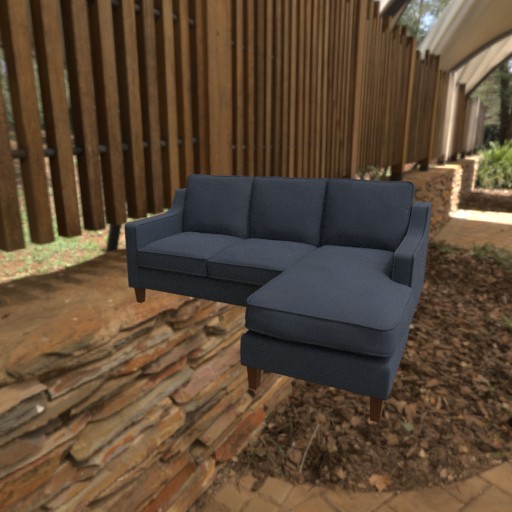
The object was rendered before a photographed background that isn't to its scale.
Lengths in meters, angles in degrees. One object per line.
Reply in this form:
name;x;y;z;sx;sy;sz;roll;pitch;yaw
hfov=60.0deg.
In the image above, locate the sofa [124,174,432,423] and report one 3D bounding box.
sofa;0.000;0.000;3.306;2.317;1.066;1.858;7;17;25
